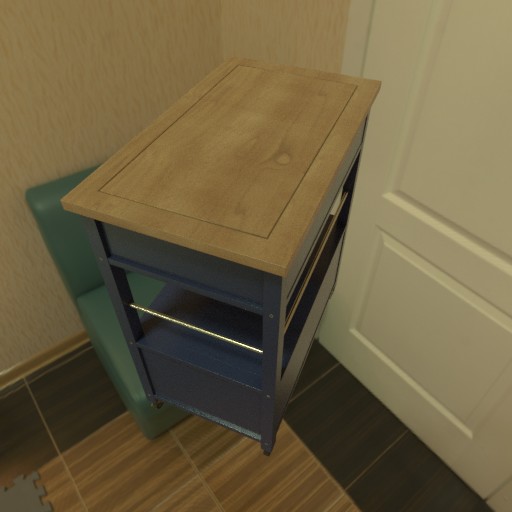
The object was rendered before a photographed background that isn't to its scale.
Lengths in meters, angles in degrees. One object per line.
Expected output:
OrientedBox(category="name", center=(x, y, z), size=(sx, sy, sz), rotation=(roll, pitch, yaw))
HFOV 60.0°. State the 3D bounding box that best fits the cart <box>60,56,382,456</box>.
OrientedBox(category="cart", center=(0.000, 0.000, 1.371), size=(0.459, 0.901, 0.840), rotation=(17, 47, 16))
